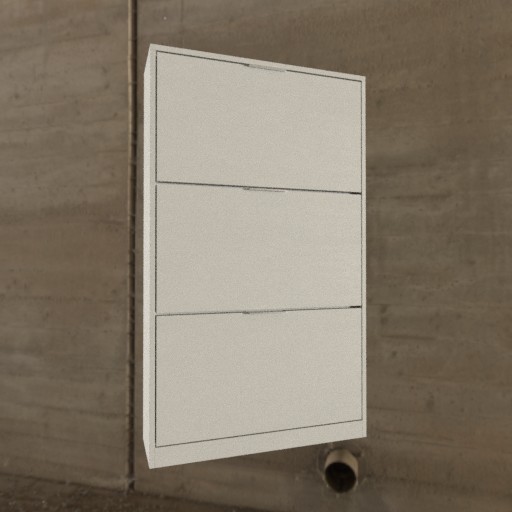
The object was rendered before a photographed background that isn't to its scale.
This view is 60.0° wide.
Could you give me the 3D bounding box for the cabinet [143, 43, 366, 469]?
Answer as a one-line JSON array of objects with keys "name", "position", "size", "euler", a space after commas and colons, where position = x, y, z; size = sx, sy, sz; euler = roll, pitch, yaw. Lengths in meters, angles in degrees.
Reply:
[{"name": "cabinet", "position": [0.000, 0.000, 1.559], "size": [0.750, 1.280, 0.250], "euler": [0, -1, -19]}]
